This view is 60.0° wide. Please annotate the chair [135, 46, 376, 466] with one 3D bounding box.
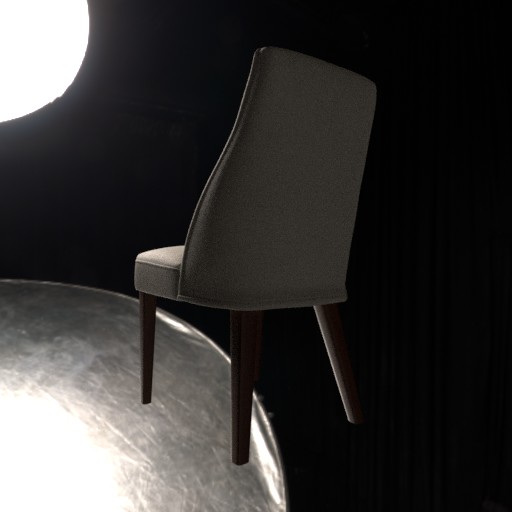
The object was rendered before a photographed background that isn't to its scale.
[{"bbox_3d":[0.000,0.000,1.279,0.500,0.930,0.620,0,1,-37],"label":"chair"}]
